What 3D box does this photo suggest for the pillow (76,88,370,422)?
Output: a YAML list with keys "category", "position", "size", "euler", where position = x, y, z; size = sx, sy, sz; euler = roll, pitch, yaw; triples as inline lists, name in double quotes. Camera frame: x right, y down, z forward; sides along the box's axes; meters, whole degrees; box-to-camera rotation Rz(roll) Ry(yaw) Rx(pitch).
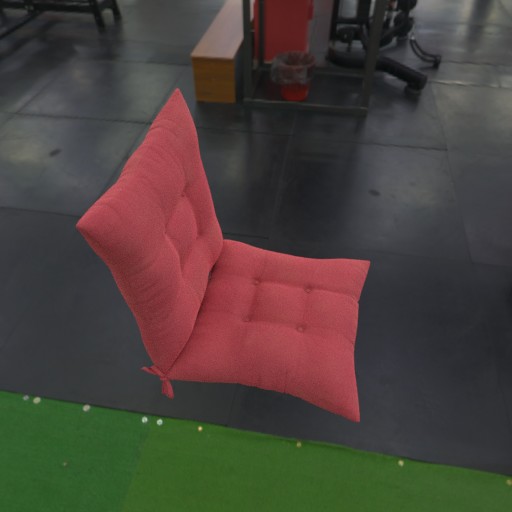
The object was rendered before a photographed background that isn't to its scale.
- category: "pillow"
  position: [0.000, 0.000, 1.039]
  size: [0.585, 0.536, 0.541]
  euler: [9, 46, 9]
